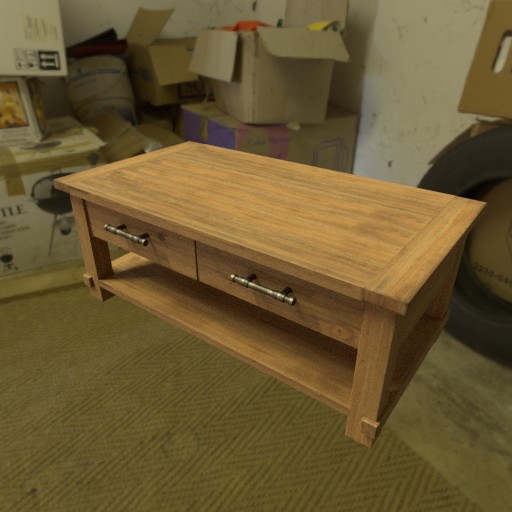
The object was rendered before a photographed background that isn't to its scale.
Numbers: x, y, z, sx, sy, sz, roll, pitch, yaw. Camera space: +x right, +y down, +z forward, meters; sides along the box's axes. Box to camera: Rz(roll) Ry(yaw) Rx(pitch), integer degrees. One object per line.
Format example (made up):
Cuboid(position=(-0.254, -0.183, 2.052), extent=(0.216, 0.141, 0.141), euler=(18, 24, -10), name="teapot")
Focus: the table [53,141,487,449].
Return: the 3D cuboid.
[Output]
Cuboid(position=(0.000, 0.000, 1.573), extent=(1.270, 0.494, 0.693), euler=(20, 34, 32), name="table")
